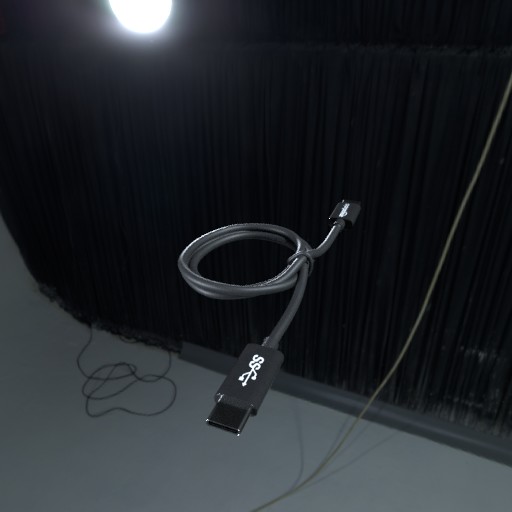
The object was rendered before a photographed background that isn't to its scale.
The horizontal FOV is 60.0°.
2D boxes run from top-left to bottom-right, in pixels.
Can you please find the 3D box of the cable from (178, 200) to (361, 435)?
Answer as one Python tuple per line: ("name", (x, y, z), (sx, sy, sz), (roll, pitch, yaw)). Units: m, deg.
("cable", (0.000, 0.000, 0.210), (0.070, 0.014, 0.186), (11, 30, 19))
